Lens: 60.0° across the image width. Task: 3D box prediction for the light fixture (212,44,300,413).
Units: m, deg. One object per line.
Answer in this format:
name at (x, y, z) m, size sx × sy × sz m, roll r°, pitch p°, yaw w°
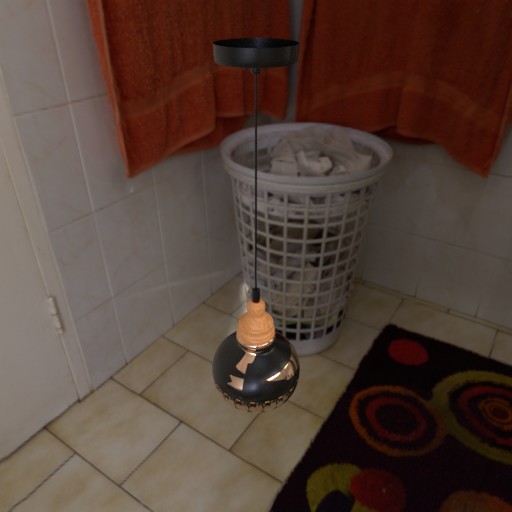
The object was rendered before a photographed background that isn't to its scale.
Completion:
light fixture at (0.000, 0.000, 1.840) m, size 0.430 × 1.606 × 0.430 m, roll 21°, pitch 38°, yaw 30°
